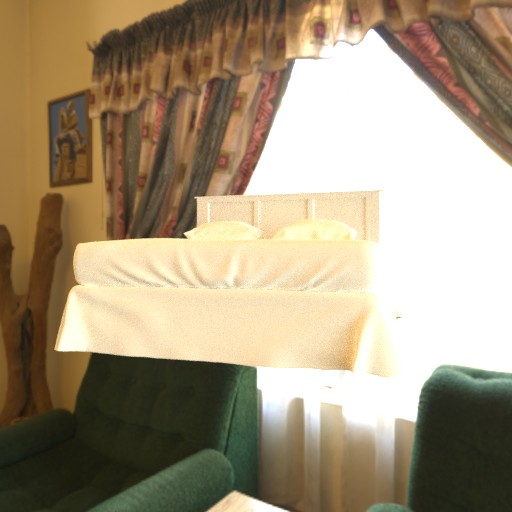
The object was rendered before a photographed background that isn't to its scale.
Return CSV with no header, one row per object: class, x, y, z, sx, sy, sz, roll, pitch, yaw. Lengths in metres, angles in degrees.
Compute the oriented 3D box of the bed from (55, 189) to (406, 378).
bed,0.000,0.000,3.609,2.317,1.273,2.215,0,1,17
